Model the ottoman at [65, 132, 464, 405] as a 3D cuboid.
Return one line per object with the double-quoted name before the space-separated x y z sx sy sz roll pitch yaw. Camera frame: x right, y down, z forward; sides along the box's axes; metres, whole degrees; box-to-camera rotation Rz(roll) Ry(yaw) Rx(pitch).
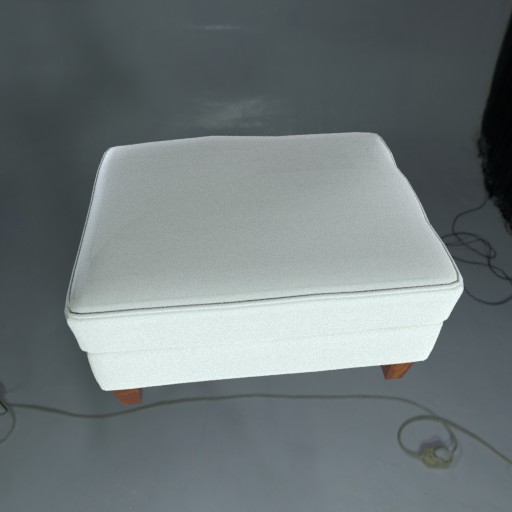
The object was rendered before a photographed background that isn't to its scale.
"ottoman" 0.000 0.000 1.211 0.818 0.479 0.634 -4 46 -4
